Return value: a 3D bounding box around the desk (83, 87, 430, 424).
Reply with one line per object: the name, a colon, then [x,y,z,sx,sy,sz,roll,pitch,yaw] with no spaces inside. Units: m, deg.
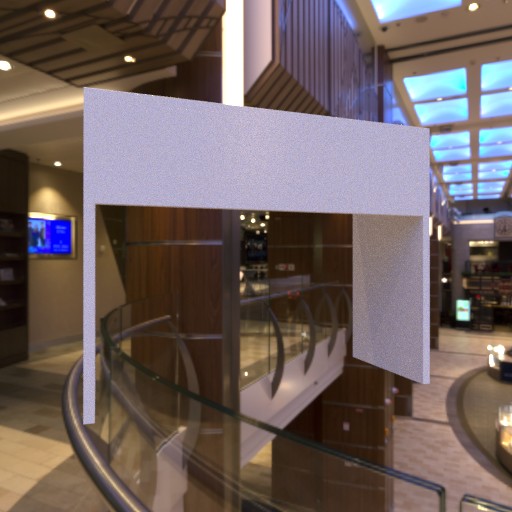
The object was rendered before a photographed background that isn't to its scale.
desk: [0.000,0.000,1.394,1.000,0.790,0.400,0,0,-20]
